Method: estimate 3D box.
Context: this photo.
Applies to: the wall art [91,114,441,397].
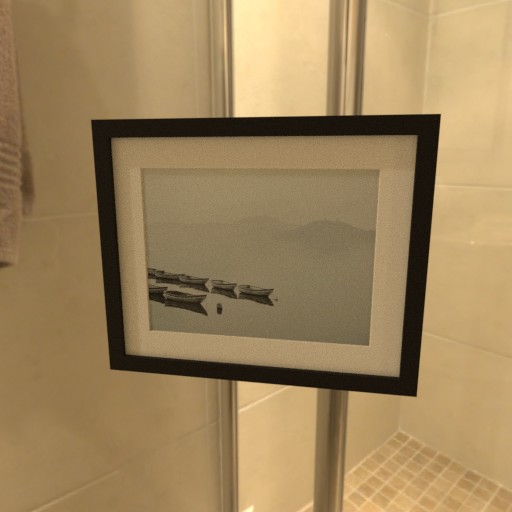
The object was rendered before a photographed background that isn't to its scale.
[{"bbox_3d":[0.000,0.000,0.545,0.397,0.325,0.028,2,13,10],"label":"wall art"}]
